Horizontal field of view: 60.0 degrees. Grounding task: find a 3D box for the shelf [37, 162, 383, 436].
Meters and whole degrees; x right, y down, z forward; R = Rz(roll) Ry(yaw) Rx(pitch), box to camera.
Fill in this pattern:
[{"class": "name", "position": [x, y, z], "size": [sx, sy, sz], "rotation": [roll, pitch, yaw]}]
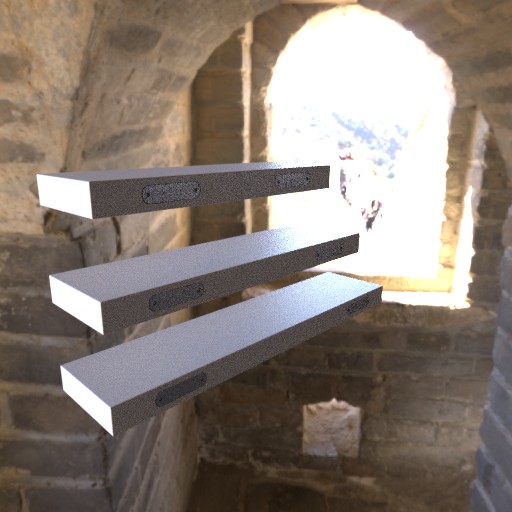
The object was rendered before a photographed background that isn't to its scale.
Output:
[{"class": "shelf", "position": [0.000, 0.000, 0.732], "size": [0.140, 0.293, 0.610], "rotation": [14, 20, 43]}]
